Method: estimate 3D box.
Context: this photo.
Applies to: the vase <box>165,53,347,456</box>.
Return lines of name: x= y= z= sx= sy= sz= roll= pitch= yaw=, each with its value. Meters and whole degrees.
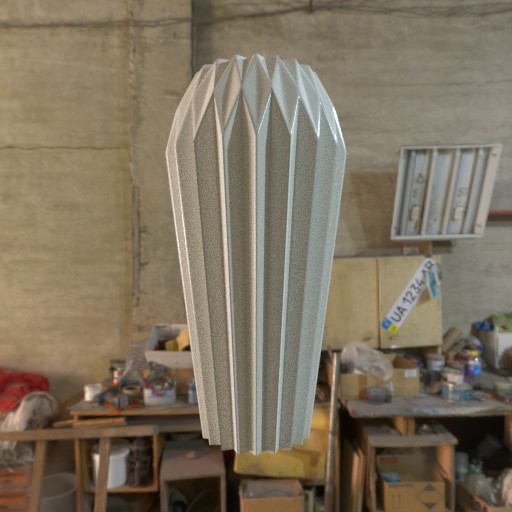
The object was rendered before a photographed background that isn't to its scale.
vase: x=0.000 y=0.000 z=0.331 sx=0.133 sy=0.263 sz=0.133 roll=0 pitch=1 yaw=0
